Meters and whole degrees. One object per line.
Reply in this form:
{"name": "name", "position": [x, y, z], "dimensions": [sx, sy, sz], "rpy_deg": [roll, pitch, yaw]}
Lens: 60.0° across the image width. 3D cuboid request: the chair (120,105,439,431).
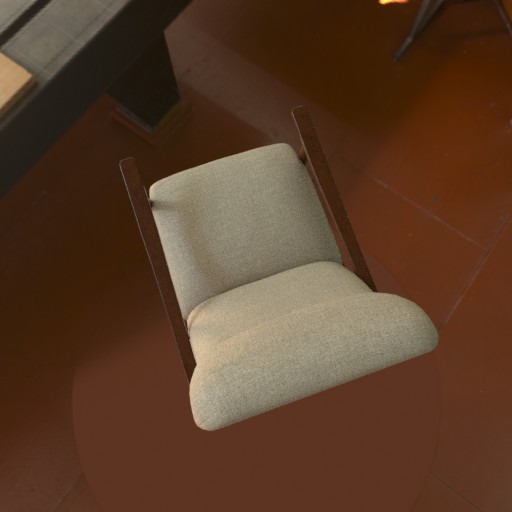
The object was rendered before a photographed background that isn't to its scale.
{"name": "chair", "position": [0.000, 0.000, 1.678], "dimensions": [0.762, 1.082, 1.014], "rpy_deg": [-18, 75, -5]}
